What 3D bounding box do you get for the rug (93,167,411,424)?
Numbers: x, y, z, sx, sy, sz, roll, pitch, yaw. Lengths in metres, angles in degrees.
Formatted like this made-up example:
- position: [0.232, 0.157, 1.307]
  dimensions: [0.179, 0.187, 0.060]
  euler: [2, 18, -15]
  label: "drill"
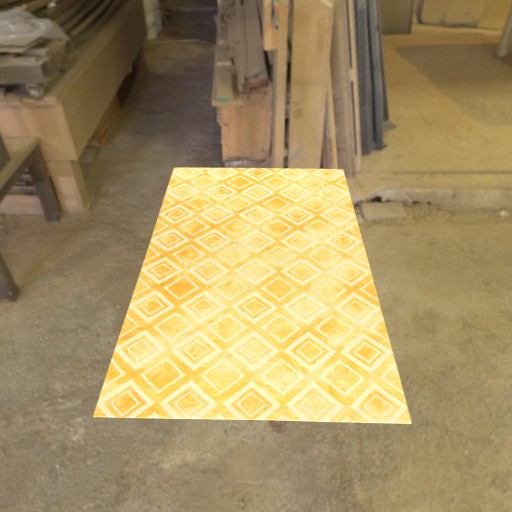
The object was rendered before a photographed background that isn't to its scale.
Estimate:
- position: [0.000, 0.000, 3.024]
  dimensions: [1.511, 0.010, 2.424]
  euler: [1, 40, 1]
  label: "rug"
